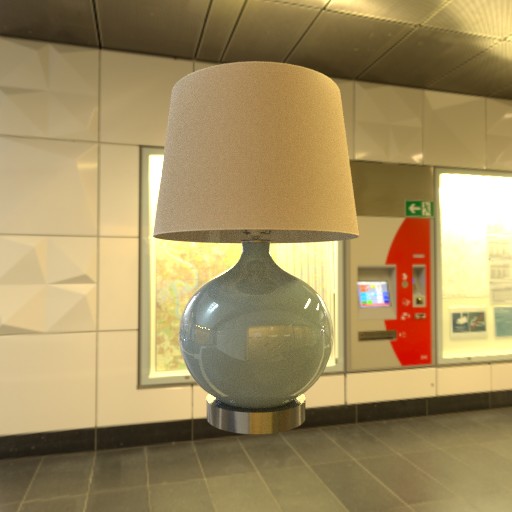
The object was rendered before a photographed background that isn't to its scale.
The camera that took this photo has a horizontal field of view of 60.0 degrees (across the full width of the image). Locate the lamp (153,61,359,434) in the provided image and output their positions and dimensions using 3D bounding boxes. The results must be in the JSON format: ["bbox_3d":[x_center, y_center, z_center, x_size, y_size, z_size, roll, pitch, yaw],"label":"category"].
[{"bbox_3d":[0.000,0.000,0.542,0.247,0.387,0.247,0,-2,0],"label":"lamp"}]
